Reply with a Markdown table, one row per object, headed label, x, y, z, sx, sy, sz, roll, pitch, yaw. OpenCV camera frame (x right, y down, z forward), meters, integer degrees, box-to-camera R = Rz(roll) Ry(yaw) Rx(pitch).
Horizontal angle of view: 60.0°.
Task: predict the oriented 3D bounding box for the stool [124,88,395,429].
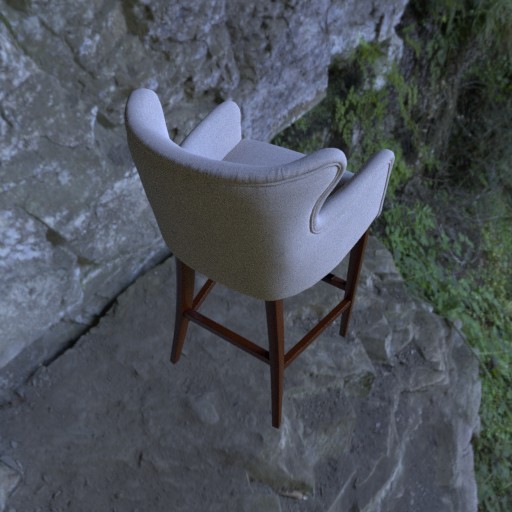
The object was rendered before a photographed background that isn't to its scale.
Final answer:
| label | x | y | z | sx | sy | sz | roll | pitch | yaw |
| --- | --- | --- | --- | --- | --- | --- | --- | --- | --- |
| stool | 0.000 | 0.000 | 1.368 | 0.556 | 1.034 | 0.563 | 25 | 50 | 23 |
